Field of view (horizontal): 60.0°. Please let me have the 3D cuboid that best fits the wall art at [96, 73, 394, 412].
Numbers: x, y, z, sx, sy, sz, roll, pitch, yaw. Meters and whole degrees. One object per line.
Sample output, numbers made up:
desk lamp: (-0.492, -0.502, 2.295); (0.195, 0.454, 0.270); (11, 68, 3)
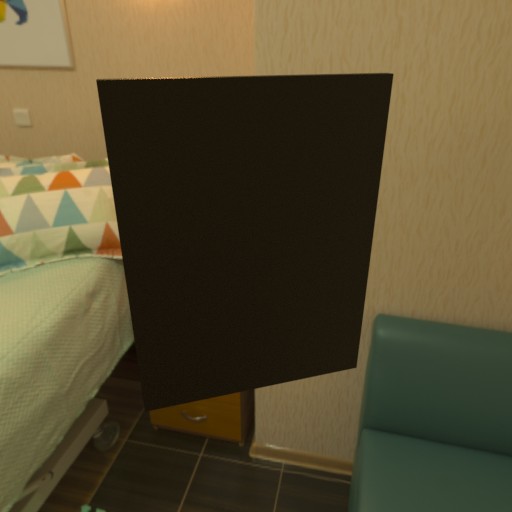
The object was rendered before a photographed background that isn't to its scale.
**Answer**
wall art: (0.000, 0.000, 1.409); (0.806, 1.062, 0.038); (-7, 27, -15)
